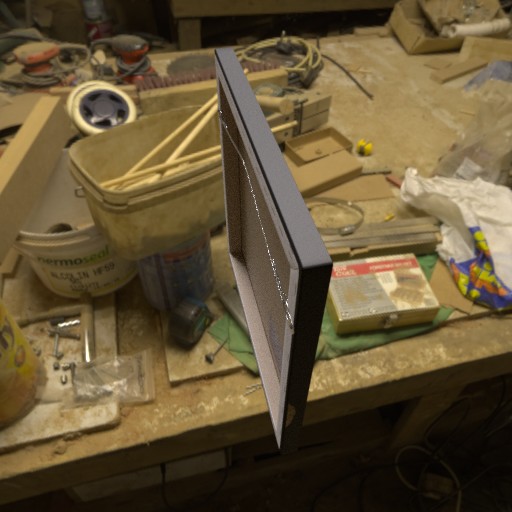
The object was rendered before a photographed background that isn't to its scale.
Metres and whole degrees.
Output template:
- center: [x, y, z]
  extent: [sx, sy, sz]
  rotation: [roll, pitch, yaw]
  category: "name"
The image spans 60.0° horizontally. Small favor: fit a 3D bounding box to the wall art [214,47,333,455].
- center: [0.000, 0.000, 0.926]
  extent: [0.043, 0.611, 0.610]
  rotation: [-10, 48, -9]
  category: "wall art"
